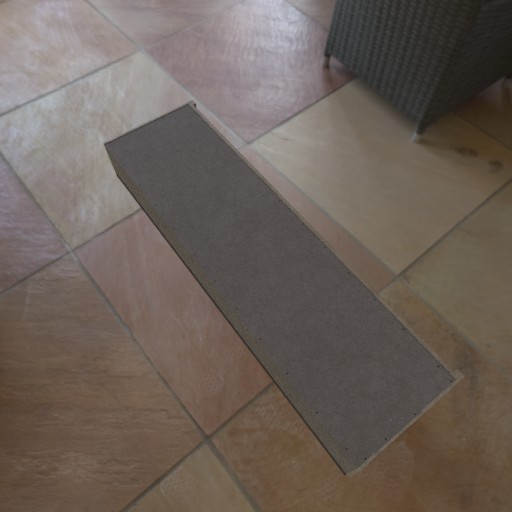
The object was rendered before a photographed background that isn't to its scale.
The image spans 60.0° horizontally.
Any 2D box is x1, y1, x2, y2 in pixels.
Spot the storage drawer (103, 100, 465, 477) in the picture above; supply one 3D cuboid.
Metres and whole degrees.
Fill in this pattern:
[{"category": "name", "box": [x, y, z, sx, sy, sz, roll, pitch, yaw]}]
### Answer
[{"category": "storage drawer", "box": [0.000, 0.000, 2.264, 0.591, 0.274, 2.072, -33, 65, -18]}]
